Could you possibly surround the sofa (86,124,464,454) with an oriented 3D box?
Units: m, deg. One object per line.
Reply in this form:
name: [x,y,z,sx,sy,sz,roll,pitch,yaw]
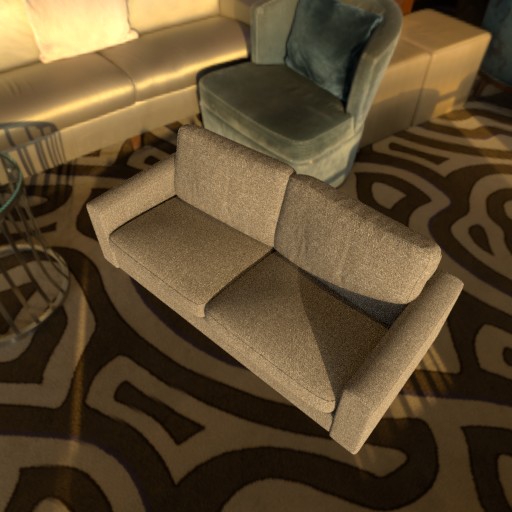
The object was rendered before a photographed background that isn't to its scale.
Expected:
sofa: [0.000,0.000,2.759,2.179,0.873,1.016,32,54,27]
